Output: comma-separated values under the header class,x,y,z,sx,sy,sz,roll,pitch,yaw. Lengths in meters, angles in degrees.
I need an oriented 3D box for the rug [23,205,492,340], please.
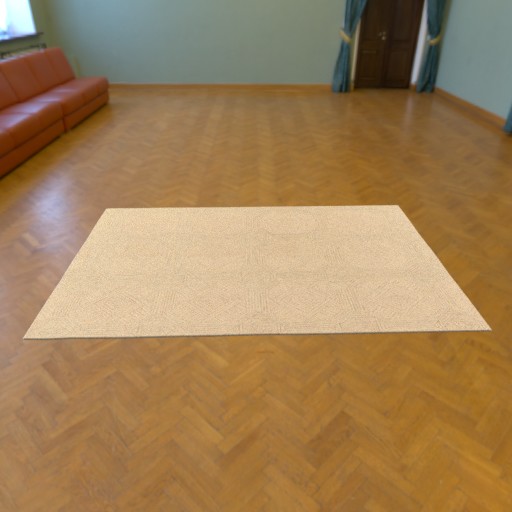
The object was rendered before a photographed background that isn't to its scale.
class,x,y,z,sx,sy,sz,roll,pitch,yaw
rug,0.000,0.000,2.262,1.839,0.009,1.236,-1,30,-1
